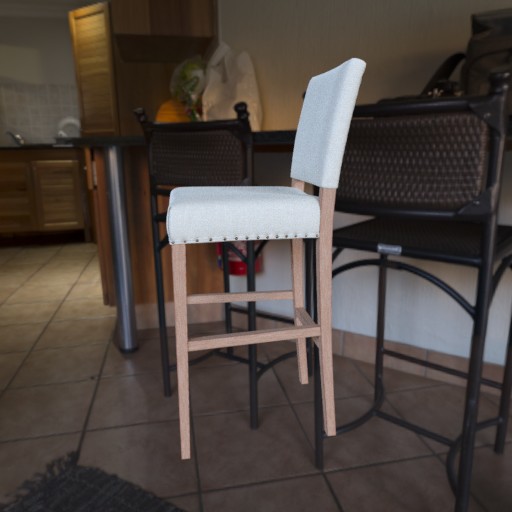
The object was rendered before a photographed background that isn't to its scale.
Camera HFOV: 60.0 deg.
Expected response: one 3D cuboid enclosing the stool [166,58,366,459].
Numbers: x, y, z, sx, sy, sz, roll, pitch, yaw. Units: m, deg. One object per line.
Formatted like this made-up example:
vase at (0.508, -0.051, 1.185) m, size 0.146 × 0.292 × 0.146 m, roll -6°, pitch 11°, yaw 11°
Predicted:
stool at (0.000, 0.000, 1.439) m, size 0.546 × 1.143 × 0.428 m, roll -2°, pitch 15°, yaw -9°
